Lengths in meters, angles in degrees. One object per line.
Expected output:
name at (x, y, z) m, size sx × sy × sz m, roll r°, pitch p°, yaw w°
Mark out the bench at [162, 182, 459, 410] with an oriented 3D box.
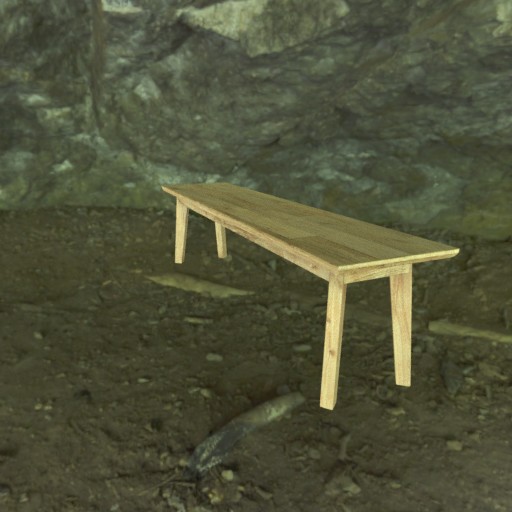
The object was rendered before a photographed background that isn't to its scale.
bench at (0.000, 0.000, 1.870) m, size 0.378 × 0.431 × 1.698 m, roll -7°, pitch 17°, yaw -24°
